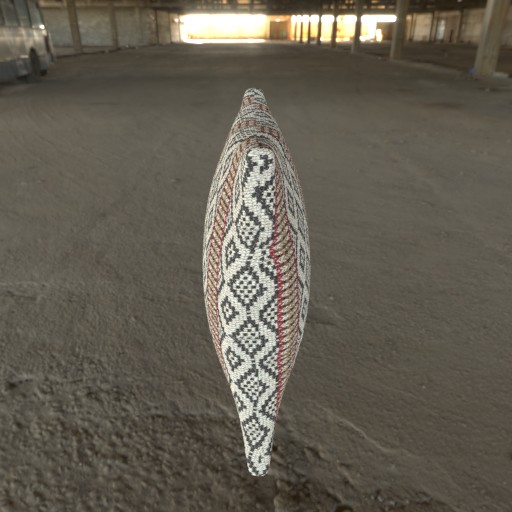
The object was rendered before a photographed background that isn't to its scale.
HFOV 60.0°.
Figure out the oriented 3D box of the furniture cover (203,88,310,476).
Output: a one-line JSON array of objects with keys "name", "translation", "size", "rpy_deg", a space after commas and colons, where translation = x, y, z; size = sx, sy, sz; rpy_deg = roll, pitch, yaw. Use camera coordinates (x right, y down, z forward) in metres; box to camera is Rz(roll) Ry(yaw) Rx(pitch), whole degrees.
[{"name": "furniture cover", "translation": [0.000, 0.000, 0.785], "size": [0.182, 0.506, 0.503], "rpy_deg": [0, 27, -1]}]
